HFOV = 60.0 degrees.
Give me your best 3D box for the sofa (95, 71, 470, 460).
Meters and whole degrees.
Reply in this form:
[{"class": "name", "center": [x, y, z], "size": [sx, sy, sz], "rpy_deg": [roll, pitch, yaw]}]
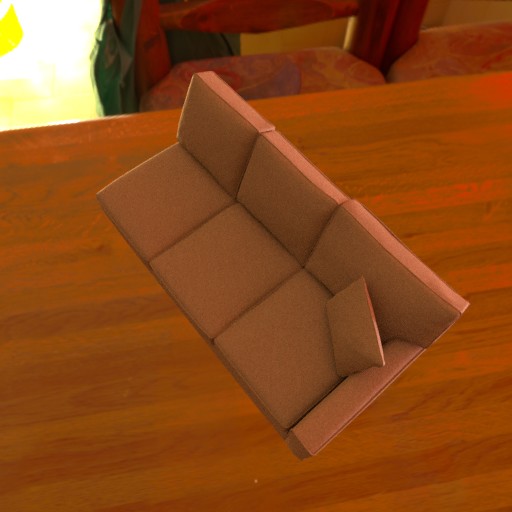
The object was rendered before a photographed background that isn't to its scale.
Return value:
[{"class": "sofa", "center": [0.000, 0.000, 2.547], "size": [1.034, 0.946, 1.963], "rpy_deg": [-36, 69, -17]}]
